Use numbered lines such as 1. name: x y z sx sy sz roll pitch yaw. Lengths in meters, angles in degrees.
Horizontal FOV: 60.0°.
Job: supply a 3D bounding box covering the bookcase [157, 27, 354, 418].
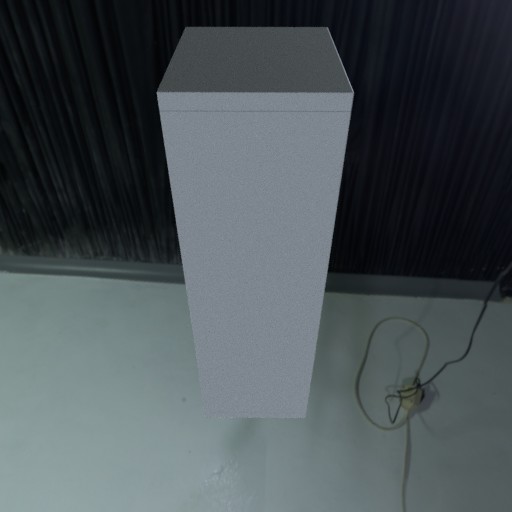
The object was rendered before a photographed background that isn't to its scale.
1. bookcase: 0.000 0.000 1.245 0.330 1.080 0.390 0 42 0
